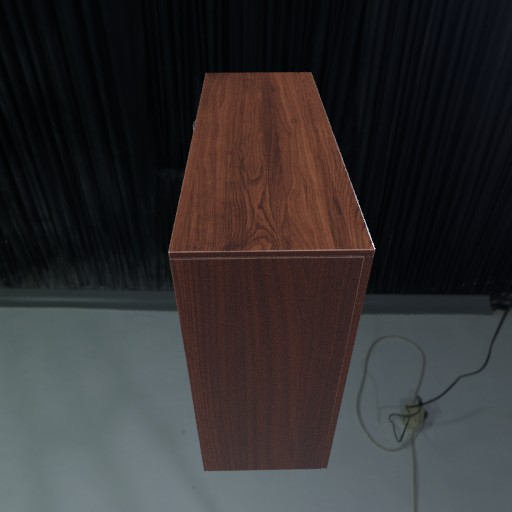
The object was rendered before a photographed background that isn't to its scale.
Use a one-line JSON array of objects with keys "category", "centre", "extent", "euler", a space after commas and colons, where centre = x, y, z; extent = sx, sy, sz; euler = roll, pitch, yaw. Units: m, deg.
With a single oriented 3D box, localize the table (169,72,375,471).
[{"category": "table", "centre": [0.000, 0.000, 1.346], "extent": [0.380, 0.790, 0.930], "euler": [-1, 40, -1]}]
